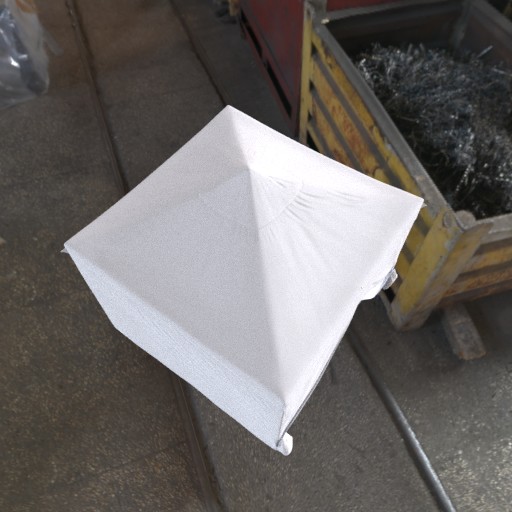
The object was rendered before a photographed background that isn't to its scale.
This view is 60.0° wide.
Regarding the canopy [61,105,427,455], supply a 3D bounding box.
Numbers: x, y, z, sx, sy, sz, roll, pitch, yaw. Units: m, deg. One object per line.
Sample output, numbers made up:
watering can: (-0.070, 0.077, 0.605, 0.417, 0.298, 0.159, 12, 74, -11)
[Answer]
canopy: (0.000, 0.000, 5.530, 3.121, 2.997, 3.043, 31, 62, 19)
